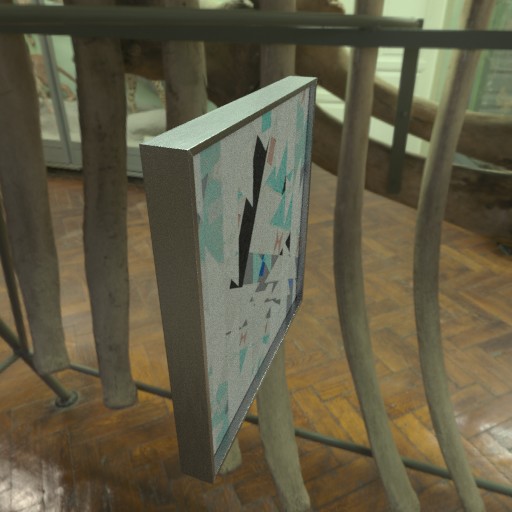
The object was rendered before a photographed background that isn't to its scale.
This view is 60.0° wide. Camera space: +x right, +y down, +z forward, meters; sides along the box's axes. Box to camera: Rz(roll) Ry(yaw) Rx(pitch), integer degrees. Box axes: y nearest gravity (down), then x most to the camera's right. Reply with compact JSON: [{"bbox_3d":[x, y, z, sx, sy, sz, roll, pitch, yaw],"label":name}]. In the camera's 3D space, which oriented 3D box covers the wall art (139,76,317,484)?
[{"bbox_3d":[0.000,0.000,0.519,0.038,0.350,0.350,10,31,18],"label":"wall art"}]
